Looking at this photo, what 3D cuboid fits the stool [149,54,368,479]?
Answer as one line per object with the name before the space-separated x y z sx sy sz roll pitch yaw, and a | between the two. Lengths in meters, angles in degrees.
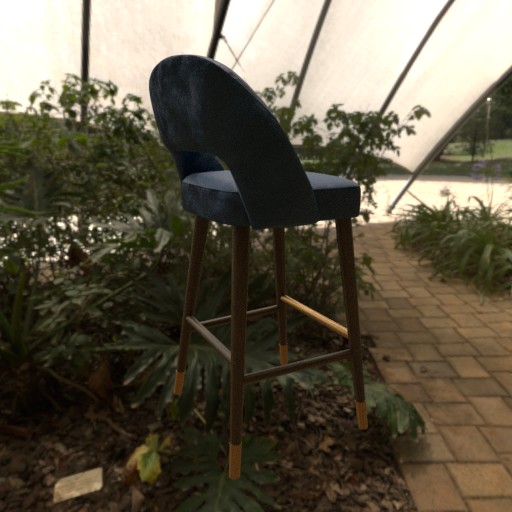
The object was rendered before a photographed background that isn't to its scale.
stool | 0.000 0.000 1.274 0.515 1.016 0.514 -8 16 -28
